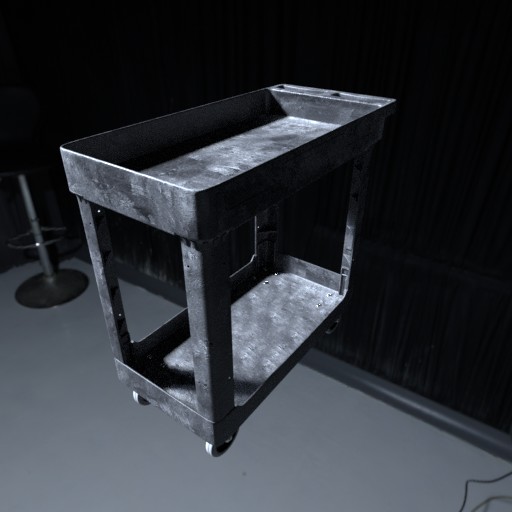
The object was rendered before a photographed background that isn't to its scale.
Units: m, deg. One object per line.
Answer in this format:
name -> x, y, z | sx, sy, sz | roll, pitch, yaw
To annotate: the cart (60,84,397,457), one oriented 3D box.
cart -> 0.000, 0.000, 1.349 | 0.420, 0.824, 0.877 | 21, 37, 31
